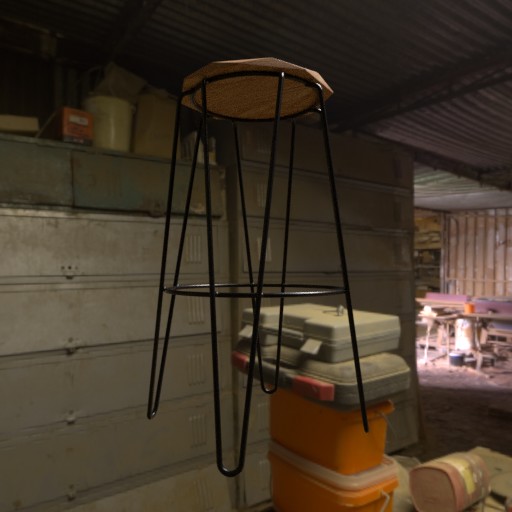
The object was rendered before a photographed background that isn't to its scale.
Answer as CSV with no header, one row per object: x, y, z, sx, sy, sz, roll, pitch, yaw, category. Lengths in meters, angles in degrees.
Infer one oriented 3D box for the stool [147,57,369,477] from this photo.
0.000,0.000,0.805,0.326,0.610,0.326,1,-1,-35,stool
